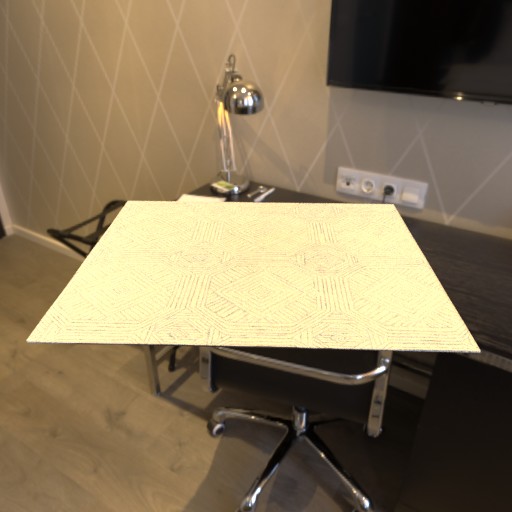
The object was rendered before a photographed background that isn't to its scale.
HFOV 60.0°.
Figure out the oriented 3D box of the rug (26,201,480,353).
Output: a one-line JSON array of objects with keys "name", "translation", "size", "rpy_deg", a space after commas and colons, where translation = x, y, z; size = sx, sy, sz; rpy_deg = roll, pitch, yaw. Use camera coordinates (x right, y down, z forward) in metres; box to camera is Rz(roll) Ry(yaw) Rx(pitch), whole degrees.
[{"name": "rug", "translation": [0.000, 0.000, 4.024], "size": [3.049, 0.015, 2.457], "rpy_deg": [1, 30, 2]}]
